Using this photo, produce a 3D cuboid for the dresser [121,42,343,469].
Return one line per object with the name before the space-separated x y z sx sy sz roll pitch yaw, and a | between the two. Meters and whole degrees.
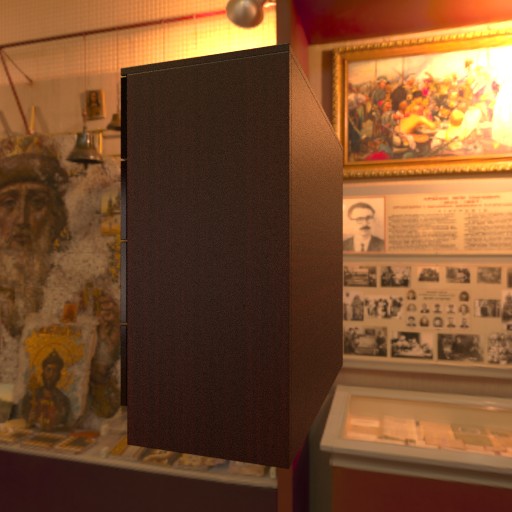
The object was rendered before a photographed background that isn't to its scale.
dresser | 0.000 0.000 1.159 0.360 0.720 0.750 0 0 18
